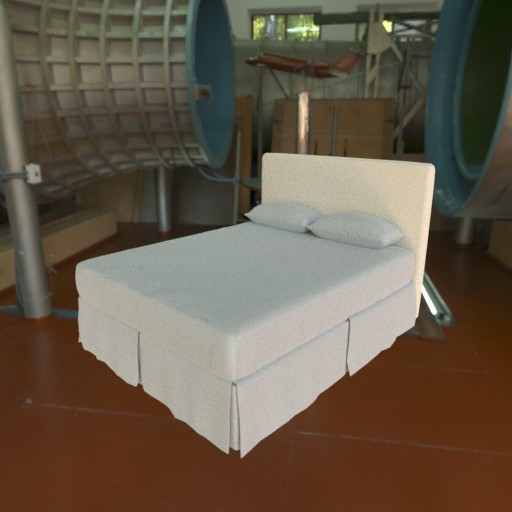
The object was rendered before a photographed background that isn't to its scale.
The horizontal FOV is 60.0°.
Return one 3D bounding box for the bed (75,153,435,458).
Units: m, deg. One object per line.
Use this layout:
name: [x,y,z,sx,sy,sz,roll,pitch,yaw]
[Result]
bed: [0.000,0.000,3.291,1.748,1.330,2.142,15,23,41]
